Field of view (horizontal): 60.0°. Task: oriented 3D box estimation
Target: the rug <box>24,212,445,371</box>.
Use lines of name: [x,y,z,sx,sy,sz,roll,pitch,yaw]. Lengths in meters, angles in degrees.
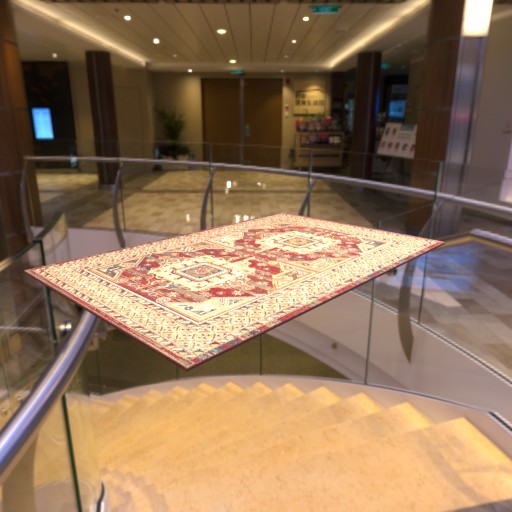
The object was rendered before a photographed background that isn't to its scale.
rug: [0.000,0.000,5.692,3.033,0.033,4.578,16,23,41]
